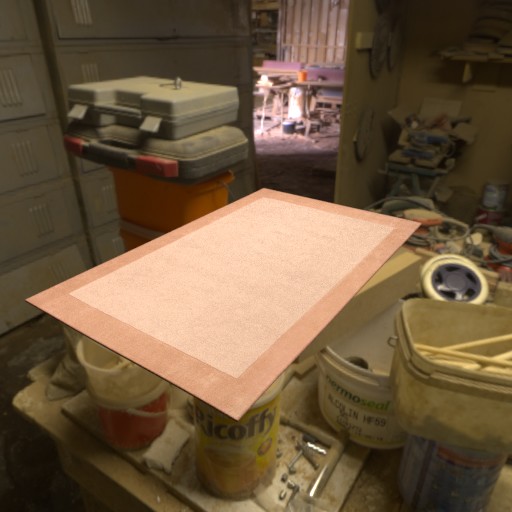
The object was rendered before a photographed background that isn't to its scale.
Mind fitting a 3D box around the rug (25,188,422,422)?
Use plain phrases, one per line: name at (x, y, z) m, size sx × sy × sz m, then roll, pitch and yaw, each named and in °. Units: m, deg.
rug at (0.000, 0.000, 3.027) m, size 1.524 × 0.014 × 2.438 m, roll 18°, pitch 32°, yaw 31°
